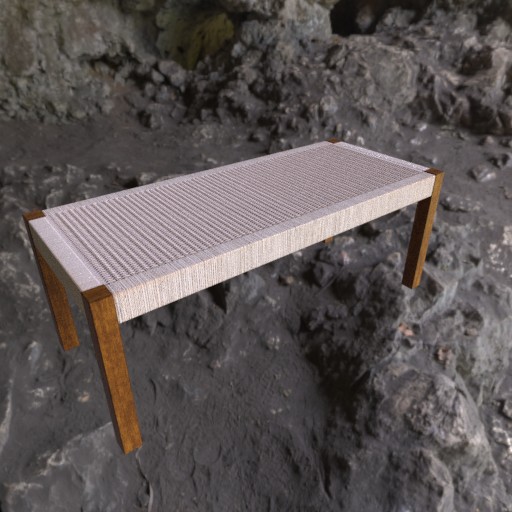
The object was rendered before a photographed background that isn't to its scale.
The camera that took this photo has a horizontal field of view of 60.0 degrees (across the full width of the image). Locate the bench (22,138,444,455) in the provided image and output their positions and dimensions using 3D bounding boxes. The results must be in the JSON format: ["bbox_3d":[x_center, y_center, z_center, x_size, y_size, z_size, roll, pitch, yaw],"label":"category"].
[{"bbox_3d":[0.000,0.000,1.449,1.198,0.457,0.507,-21,37,-32],"label":"bench"}]
